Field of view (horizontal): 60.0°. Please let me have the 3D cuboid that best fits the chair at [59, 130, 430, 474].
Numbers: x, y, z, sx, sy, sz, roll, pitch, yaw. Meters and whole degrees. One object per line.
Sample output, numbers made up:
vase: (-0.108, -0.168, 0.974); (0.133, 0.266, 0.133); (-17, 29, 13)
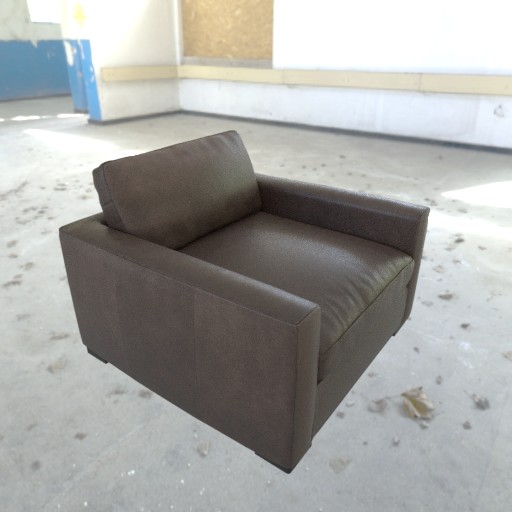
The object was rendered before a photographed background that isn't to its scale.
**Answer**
chair: (0.000, 0.000, 1.789); (1.069, 0.812, 1.100); (18, 31, 32)
